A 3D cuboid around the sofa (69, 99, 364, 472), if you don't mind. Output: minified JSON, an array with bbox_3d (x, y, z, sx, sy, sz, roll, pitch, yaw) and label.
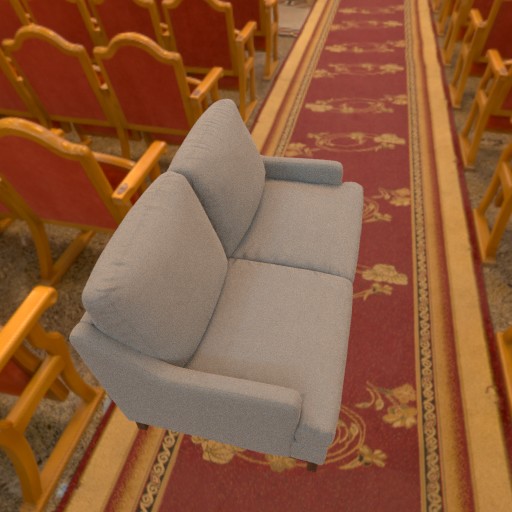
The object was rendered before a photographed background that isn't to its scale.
[{"bbox_3d":[0.000,0.000,2.163,0.987,0.921,1.589,10,46,10],"label":"sofa"}]
